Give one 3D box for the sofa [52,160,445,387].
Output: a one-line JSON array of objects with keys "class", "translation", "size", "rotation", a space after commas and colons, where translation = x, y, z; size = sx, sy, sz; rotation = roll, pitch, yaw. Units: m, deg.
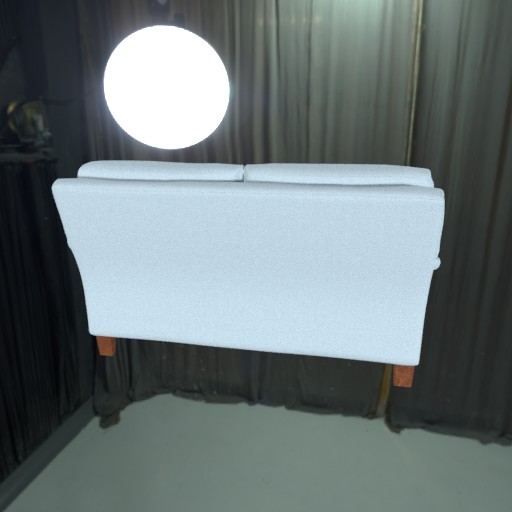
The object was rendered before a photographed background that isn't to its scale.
[{"class": "sofa", "translation": [0.000, 0.000, 2.559], "size": [1.853, 1.101, 1.084], "rotation": [3, 17, 11]}]
